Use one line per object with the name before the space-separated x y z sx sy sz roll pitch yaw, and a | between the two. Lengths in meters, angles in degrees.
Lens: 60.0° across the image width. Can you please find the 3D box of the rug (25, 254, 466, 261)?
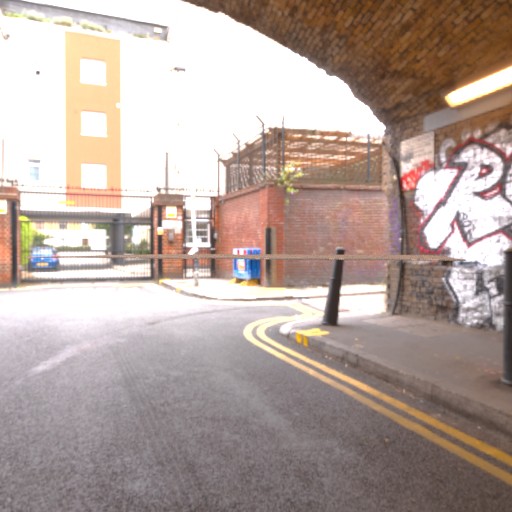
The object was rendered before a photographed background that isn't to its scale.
rug | 0.000 0.000 2.200 1.754 0.010 1.148 0 1 17
